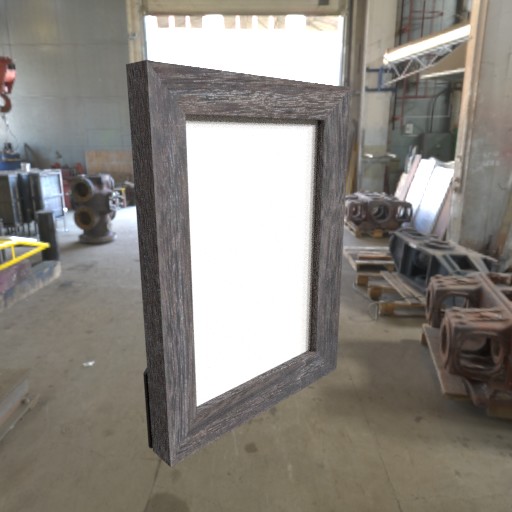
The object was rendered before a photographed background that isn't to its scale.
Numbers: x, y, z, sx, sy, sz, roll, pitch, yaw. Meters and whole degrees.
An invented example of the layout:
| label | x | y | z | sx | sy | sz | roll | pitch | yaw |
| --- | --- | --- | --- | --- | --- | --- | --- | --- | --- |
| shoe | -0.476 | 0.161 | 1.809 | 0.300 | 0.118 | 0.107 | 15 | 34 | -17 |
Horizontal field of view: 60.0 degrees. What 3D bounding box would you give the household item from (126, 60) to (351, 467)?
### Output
| label | x | y | z | sx | sy | sz | roll | pitch | yaw |
| --- | --- | --- | --- | --- | --- | --- | --- | --- | --- |
| household item | 0.000 | 0.000 | 0.240 | 0.133 | 0.180 | 0.020 | -14 | 20 | -42 |
